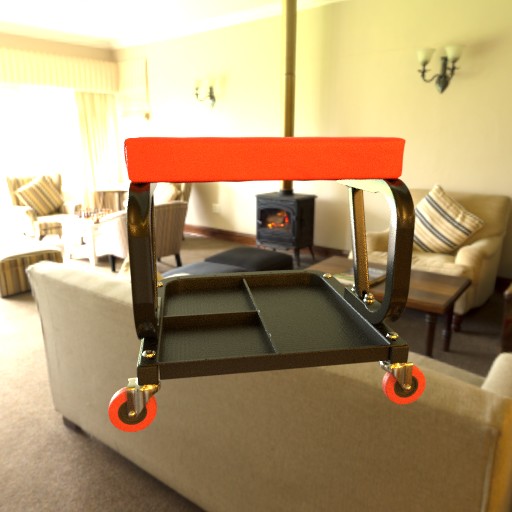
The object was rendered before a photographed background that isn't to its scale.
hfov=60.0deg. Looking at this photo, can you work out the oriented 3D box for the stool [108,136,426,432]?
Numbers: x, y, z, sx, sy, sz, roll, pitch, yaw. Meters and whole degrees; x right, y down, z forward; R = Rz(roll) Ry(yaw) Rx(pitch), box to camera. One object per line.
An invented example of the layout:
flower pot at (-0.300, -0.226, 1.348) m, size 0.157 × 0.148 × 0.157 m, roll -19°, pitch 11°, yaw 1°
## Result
stool at (0.000, 0.000, 0.731) m, size 0.446 × 0.380 × 0.371 m, roll -2°, pitch 15°, yaw -9°
